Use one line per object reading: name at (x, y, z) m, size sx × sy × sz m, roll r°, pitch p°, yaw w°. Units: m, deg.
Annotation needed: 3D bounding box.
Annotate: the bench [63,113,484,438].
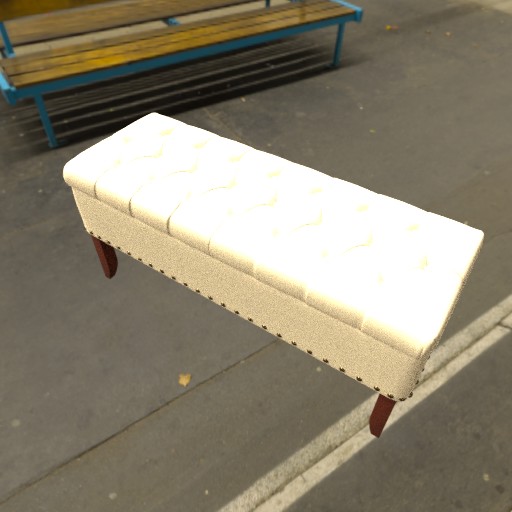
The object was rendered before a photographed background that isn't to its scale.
bench at (0.000, 0.000, 1.280) m, size 1.054 × 0.470 × 0.400 m, roll 25°, pitch 51°, yaw 23°
